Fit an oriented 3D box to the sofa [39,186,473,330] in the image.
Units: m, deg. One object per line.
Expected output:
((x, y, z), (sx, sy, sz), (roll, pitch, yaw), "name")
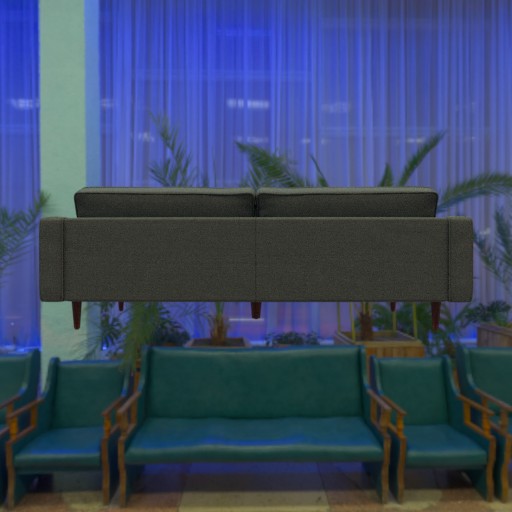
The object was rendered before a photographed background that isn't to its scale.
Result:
((0.000, 0.000, 2.674), (2.198, 0.762, 0.914), (0, 0, 0), "sofa")
